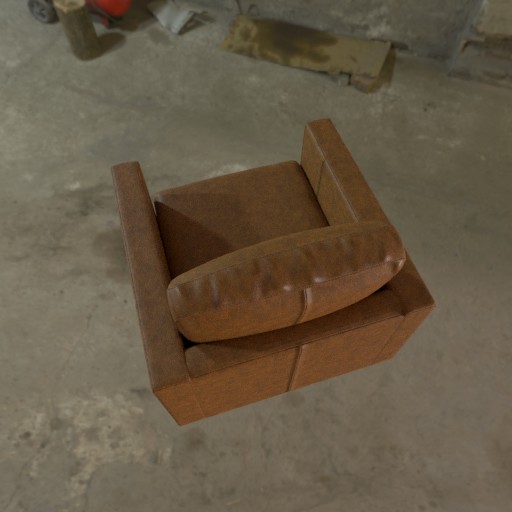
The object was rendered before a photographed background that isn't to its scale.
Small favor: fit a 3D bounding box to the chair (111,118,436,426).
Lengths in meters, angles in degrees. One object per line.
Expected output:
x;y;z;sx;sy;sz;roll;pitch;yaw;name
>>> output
0.000;0.000;1.694;0.890;0.956;0.909;-15;60;-9;chair
